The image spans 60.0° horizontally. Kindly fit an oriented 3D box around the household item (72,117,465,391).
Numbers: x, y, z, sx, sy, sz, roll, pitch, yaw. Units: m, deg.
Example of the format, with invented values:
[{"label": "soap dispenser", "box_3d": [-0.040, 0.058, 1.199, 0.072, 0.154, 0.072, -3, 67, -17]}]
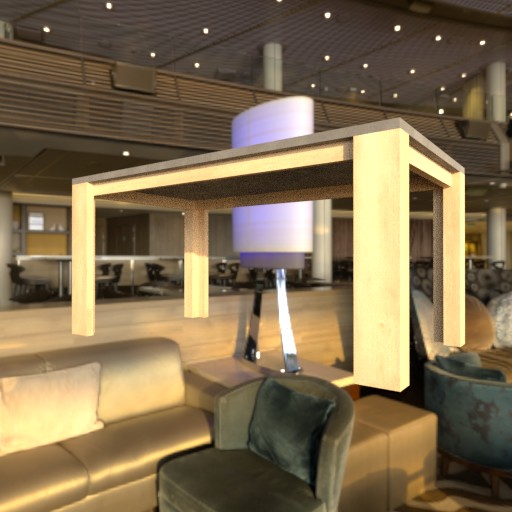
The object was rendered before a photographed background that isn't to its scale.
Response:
[{"label": "household item", "box_3d": [0.000, 0.000, 2.033, 1.600, 0.755, 0.850, 0, 0, 36]}]
